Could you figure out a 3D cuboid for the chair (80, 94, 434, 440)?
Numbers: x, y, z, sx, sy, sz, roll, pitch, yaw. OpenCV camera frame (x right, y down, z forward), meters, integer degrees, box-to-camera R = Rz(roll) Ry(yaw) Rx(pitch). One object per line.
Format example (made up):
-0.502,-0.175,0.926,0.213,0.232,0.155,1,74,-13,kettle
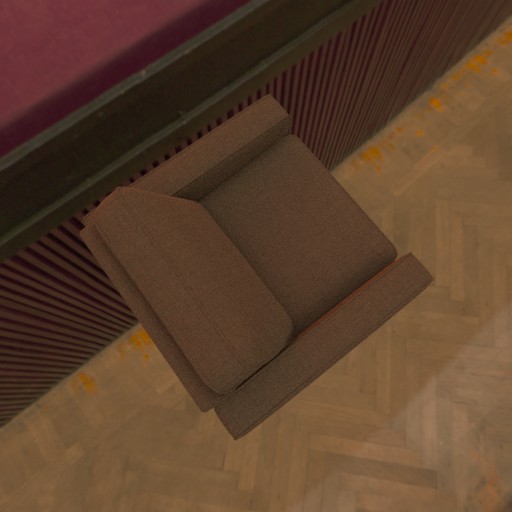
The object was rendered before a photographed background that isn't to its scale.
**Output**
0.000,0.000,1.751,0.940,0.919,1.017,-36,78,-9,chair
